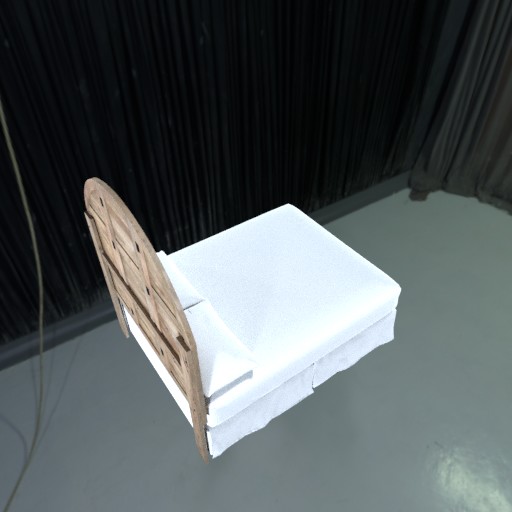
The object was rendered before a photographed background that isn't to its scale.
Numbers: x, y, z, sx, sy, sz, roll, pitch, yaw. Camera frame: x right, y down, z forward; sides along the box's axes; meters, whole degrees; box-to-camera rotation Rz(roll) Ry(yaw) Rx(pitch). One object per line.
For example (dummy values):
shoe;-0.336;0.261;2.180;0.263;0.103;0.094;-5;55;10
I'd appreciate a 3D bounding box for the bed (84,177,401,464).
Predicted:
bed;0.000;0.000;3.666;2.112;2.002;1.713;-26;48;-26
